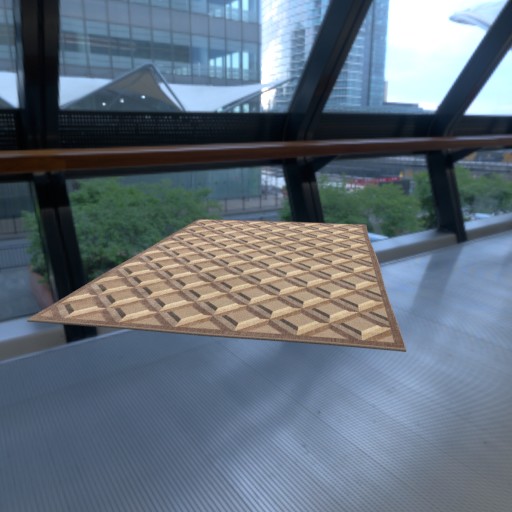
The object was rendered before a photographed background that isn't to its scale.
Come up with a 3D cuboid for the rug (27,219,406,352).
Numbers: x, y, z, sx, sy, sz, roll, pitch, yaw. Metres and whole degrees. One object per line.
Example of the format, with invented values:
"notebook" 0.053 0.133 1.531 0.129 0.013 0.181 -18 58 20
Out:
"rug" 0.000 0.000 1.995 1.066 0.011 1.677 3 15 10
